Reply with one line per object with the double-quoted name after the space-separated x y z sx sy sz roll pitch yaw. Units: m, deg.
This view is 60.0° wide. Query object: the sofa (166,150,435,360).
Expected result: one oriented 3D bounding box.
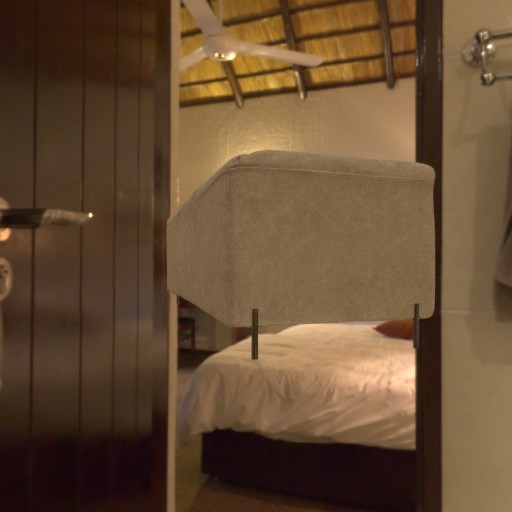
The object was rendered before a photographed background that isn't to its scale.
0.000 0.000 2.709 0.899 0.758 2.238 0 -1 -17 "sofa"
